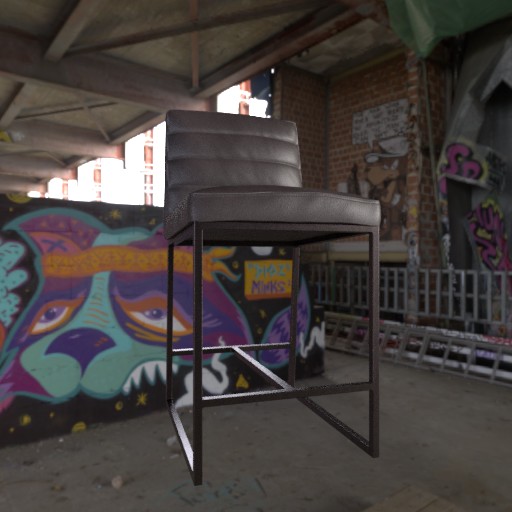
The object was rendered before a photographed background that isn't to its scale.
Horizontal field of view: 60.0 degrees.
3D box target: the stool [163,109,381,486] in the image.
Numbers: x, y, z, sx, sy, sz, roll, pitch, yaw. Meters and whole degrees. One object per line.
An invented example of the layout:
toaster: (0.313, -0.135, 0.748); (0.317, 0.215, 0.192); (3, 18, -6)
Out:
stool: (0.000, 0.000, 1.232); (0.463, 0.946, 0.562); (0, 0, -18)
